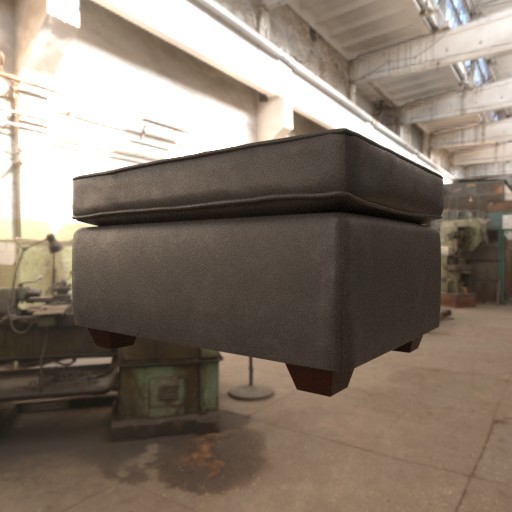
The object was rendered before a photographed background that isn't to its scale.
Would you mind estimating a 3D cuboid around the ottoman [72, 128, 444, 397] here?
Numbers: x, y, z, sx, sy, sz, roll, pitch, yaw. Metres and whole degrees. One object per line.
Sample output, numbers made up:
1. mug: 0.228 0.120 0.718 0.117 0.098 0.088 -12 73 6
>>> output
1. ottoman: 0.000 0.000 1.077 0.756 0.445 0.554 0 1 37
